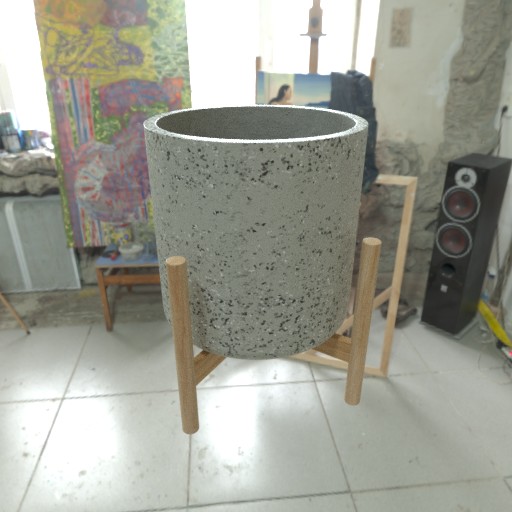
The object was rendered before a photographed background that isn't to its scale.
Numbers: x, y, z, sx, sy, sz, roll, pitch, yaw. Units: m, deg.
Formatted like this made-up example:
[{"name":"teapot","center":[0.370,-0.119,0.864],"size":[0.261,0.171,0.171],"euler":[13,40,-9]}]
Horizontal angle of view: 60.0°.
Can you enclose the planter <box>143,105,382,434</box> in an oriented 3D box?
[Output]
[{"name":"planter","center":[0.000,0.000,0.704],"size":[0.360,0.419,0.360],"euler":[-17,31,-31]}]
